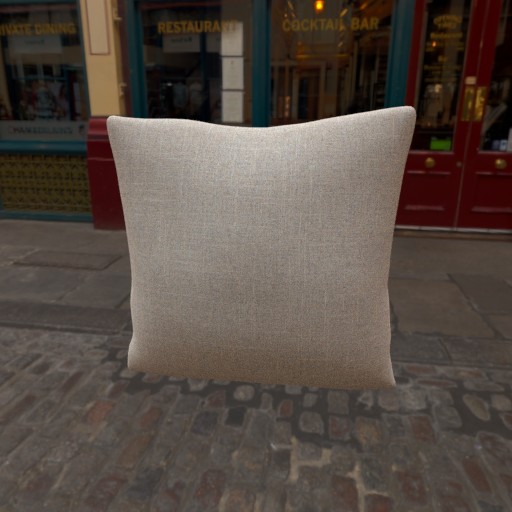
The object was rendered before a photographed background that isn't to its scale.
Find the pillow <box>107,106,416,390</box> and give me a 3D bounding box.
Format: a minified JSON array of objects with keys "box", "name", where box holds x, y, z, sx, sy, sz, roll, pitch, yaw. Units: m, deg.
[{"box":[0.000,0.000,0.875,0.578,0.558,0.192,2,17,8],"name":"pillow"}]
